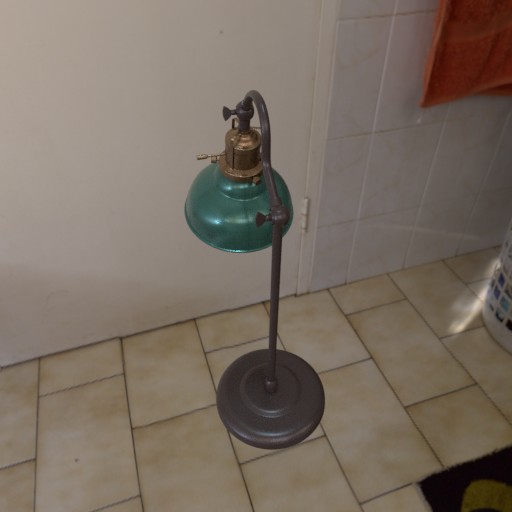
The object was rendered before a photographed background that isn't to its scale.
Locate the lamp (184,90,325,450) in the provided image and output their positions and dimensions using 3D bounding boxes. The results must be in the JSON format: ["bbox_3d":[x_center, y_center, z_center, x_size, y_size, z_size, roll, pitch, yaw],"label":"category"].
[{"bbox_3d":[0.000,0.000,0.685,0.192,0.508,0.374,-11,42,-12],"label":"lamp"}]
